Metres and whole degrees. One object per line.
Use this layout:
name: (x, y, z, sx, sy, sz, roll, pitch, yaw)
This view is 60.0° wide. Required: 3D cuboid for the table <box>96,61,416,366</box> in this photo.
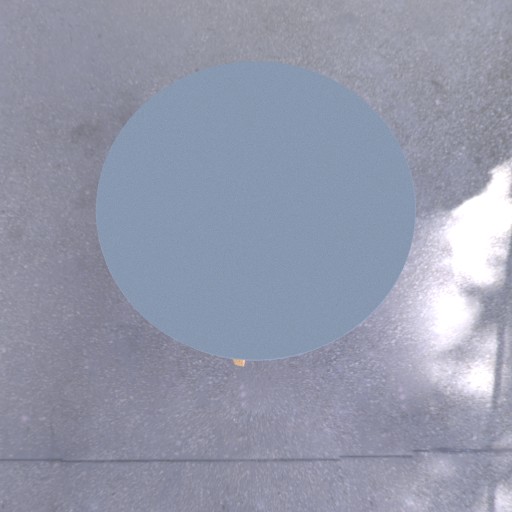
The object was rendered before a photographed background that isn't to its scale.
table: (0.000, 0.000, 0.728, 0.350, 0.500, 0.350, 0, 75, 0)
